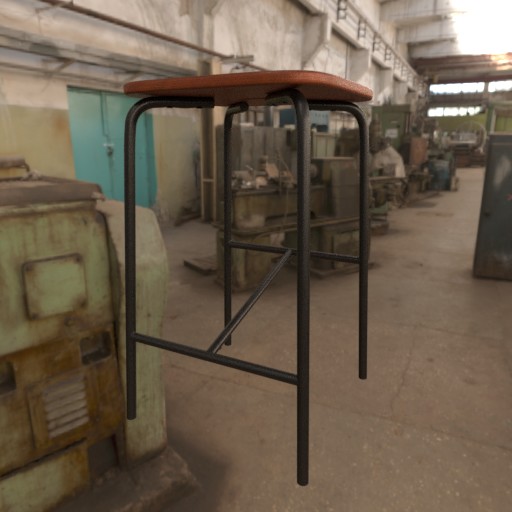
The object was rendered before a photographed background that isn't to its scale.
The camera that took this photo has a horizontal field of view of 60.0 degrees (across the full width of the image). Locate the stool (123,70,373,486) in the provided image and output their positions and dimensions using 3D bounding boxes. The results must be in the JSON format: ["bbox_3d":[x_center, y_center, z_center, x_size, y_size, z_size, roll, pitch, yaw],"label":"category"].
[{"bbox_3d":[0.000,0.000,0.855,0.376,0.610,0.376,8,17,27],"label":"stool"}]
